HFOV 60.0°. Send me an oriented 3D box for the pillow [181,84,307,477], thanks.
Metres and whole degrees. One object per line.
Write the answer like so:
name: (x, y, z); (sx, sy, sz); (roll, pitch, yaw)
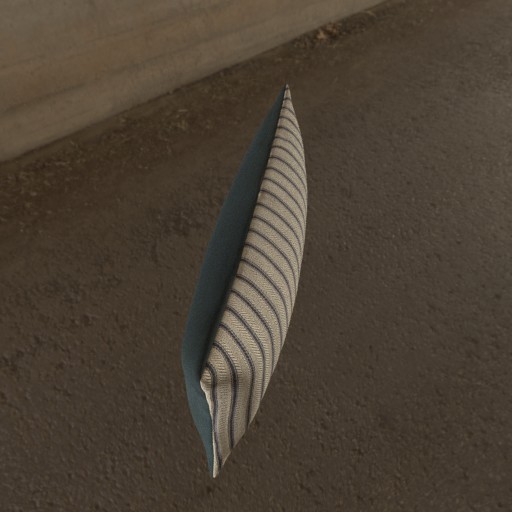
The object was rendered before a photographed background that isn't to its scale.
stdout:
pillow: (0.000, 0.000, 0.732); (0.151, 0.305, 0.609); (8, 47, 7)
